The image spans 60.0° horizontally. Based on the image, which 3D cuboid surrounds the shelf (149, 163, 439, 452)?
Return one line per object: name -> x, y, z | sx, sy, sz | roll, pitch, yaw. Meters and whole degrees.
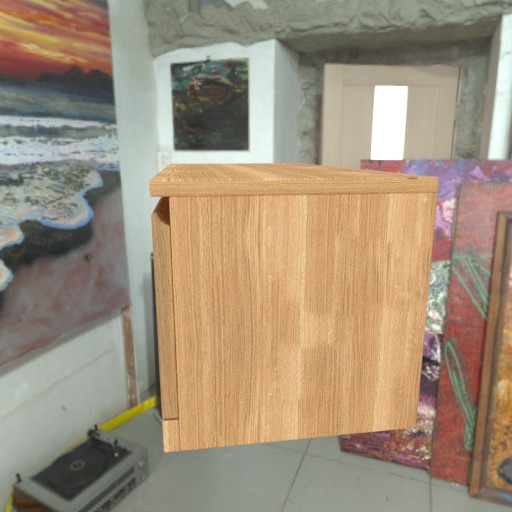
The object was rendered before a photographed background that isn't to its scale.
shelf -> 0.000, 0.000, 1.025 | 0.400, 0.400, 0.800 | -2, 13, -9
